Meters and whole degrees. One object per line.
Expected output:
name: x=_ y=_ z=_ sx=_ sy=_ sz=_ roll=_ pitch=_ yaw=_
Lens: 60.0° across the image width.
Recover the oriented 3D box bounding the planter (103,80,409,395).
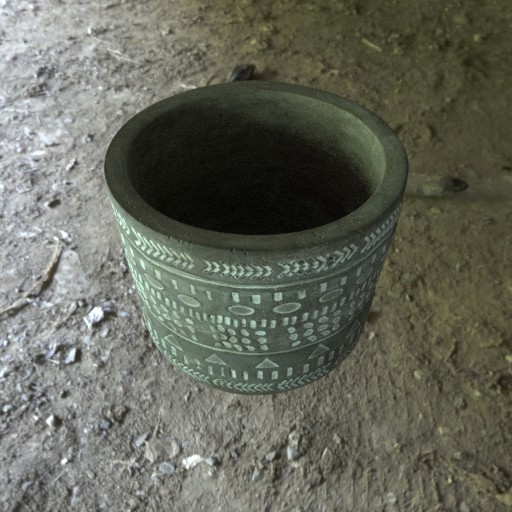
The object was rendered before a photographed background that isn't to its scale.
planter: x=0.000 y=0.000 z=0.262 sx=0.142 sy=0.149 sz=0.142 roll=0 pitch=46 yaw=0
